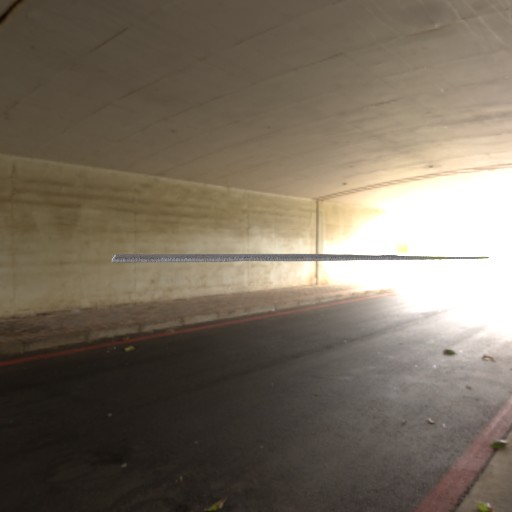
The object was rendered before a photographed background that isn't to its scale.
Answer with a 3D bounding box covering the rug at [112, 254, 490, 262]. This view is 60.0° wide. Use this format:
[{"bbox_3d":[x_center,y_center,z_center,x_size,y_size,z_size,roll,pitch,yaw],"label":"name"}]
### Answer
[{"bbox_3d":[0.000,0.000,0.897,0.548,0.006,0.639,0,1,-17],"label":"rug"}]
